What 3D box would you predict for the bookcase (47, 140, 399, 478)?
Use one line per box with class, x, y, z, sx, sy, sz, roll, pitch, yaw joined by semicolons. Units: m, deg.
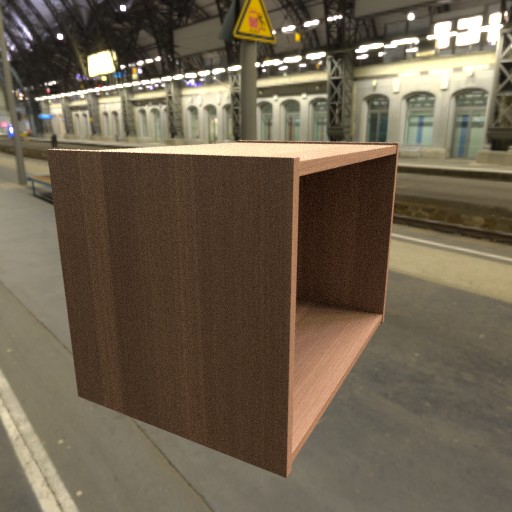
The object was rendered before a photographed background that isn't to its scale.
bookcase;0.000;0.000;0.630;0.290;0.305;0.415;8;18;27
